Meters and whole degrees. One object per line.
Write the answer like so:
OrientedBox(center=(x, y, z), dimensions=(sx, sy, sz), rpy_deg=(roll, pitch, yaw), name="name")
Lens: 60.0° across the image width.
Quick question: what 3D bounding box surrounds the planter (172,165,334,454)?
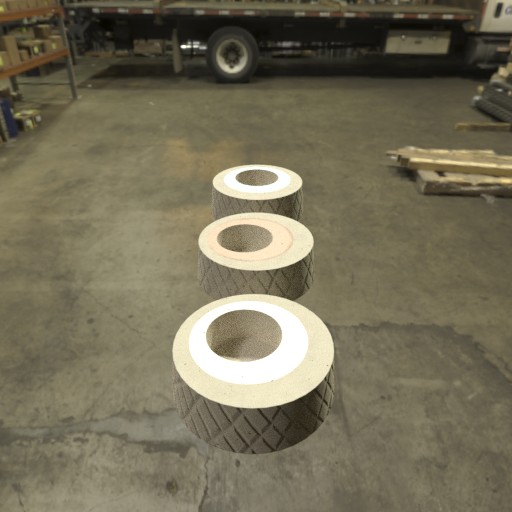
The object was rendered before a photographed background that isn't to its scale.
OrientedBox(center=(0.000, 0.000, 0.423), dimensions=(0.114, 0.038, 0.390), rpy_deg=(0, 32, 1), name="planter")
